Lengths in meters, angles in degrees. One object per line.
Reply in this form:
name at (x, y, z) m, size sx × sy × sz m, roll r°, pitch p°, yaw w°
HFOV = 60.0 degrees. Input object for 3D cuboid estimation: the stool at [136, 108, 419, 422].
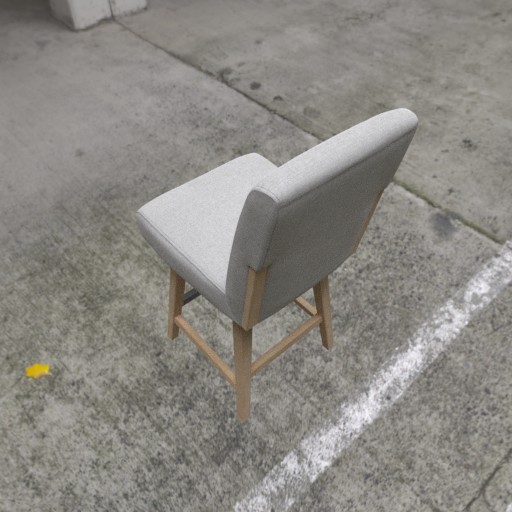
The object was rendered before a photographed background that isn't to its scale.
stool at (0.000, 0.000, 1.414) m, size 0.507 × 1.085 × 0.606 m, roll -32°, pitch 55°, yaw -27°
